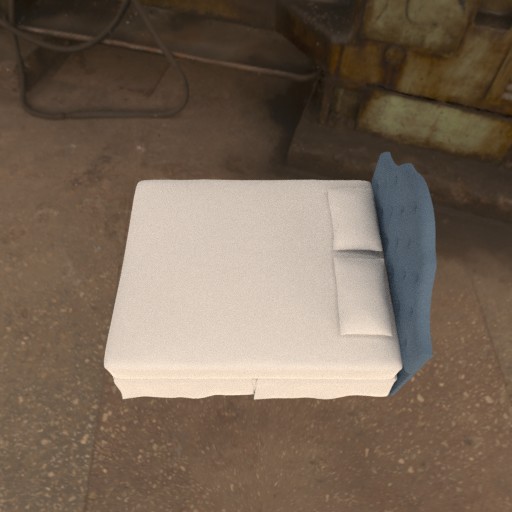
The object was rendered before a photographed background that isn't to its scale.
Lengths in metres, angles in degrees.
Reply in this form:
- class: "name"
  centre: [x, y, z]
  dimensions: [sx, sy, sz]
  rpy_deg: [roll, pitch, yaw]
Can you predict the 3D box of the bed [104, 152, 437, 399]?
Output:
- class: "bed"
  centre: [0.000, 0.000, 3.819]
  dimensions: [2.477, 1.617, 2.039]
  rpy_deg: [0, 58, 0]
